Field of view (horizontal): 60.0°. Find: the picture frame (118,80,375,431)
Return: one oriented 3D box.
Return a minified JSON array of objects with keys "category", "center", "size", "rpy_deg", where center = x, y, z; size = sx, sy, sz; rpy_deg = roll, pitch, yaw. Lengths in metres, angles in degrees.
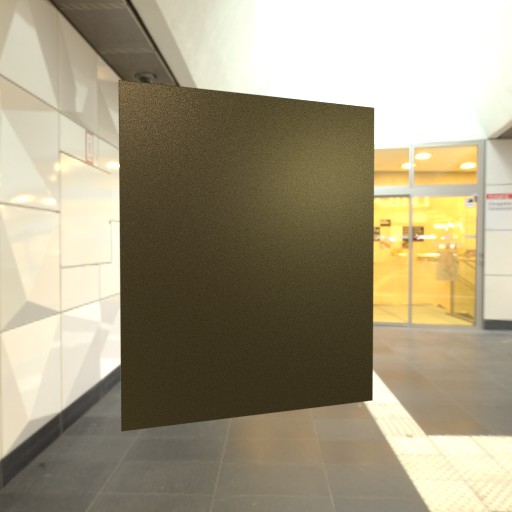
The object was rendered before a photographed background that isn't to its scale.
[{"category":"picture frame","center":[0.000,0.000,0.784],"size":[0.460,0.556,0.028],"rpy_deg":[0,1,-18]}]
